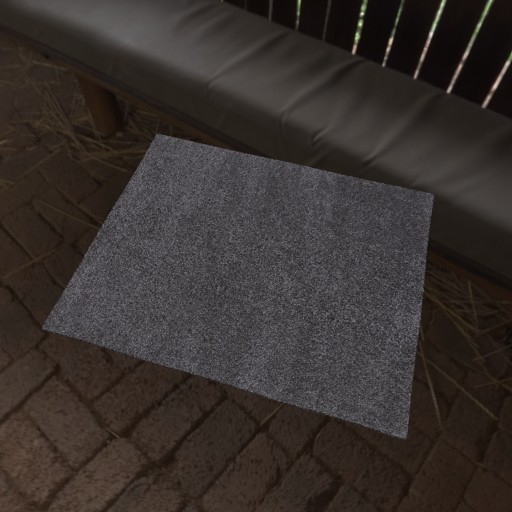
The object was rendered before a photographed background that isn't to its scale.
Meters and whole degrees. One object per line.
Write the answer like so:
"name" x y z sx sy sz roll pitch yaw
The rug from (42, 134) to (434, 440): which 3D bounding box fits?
"rug" 0.000 0.000 4.056 3.000 0.025 2.401 14 59 9
